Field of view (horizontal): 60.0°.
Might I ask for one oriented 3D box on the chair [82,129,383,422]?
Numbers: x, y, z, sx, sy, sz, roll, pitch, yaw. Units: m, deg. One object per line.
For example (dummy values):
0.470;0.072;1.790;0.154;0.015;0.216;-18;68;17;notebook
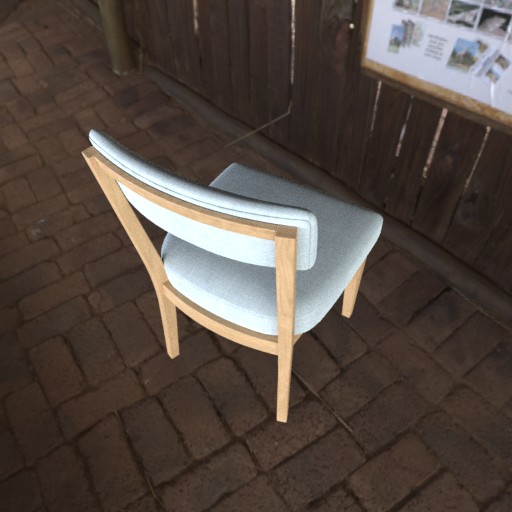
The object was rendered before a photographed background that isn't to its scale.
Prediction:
0.000;0.000;1.187;0.508;0.832;0.572;24;51;21;chair
